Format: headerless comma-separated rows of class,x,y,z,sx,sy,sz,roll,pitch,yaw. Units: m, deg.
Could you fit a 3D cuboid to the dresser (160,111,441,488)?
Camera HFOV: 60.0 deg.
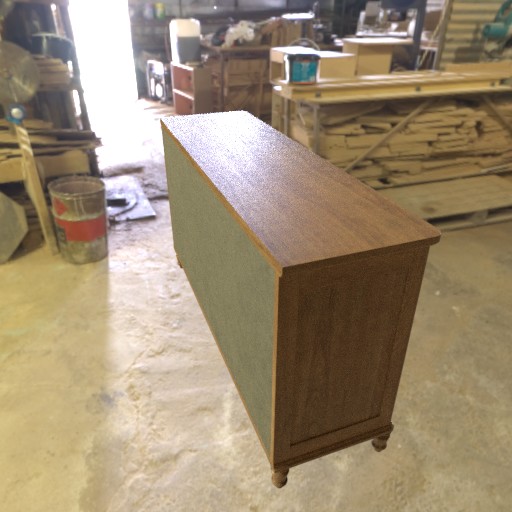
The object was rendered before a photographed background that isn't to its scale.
dresser,0.000,0.000,1.944,0.468,0.892,1.583,-11,32,-18
